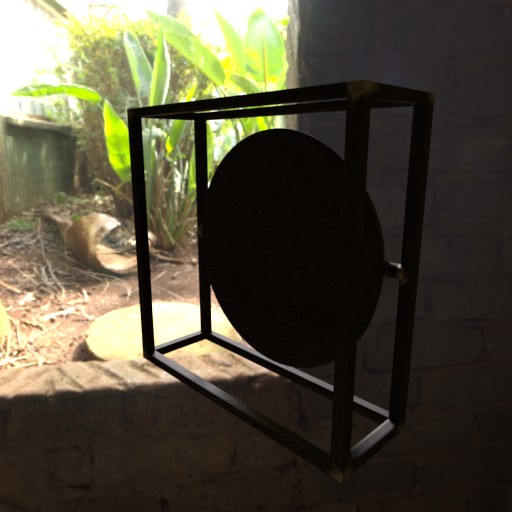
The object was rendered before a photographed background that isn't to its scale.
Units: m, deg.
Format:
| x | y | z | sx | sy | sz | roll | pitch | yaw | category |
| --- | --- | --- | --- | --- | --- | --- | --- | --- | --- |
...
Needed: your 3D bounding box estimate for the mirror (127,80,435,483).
| x | y | z | sx | sy | sz | roll | pitch | yaw | category |
| --- | --- | --- | --- | --- | --- | --- | --- | --- | --- |
| 0.000 | 0.000 | 0.461 | 0.107 | 0.303 | 0.306 | -13 | 19 | -43 | mirror |
